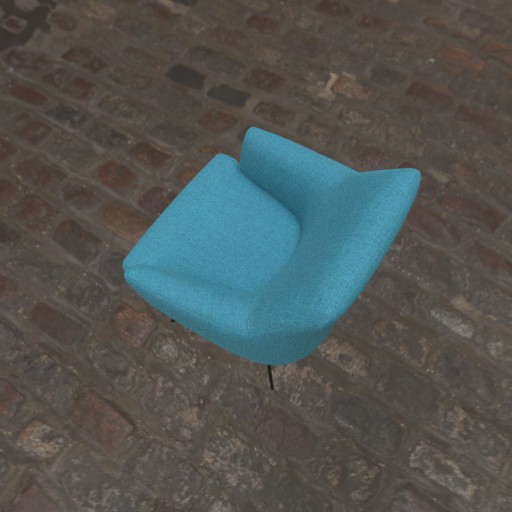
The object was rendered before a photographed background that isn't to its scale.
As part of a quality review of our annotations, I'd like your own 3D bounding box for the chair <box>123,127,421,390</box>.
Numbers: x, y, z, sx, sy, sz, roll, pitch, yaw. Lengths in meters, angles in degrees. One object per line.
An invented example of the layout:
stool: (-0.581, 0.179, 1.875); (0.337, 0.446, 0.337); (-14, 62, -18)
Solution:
chair: (0.000, 0.000, 1.389); (0.677, 0.874, 0.642); (31, 68, 14)
